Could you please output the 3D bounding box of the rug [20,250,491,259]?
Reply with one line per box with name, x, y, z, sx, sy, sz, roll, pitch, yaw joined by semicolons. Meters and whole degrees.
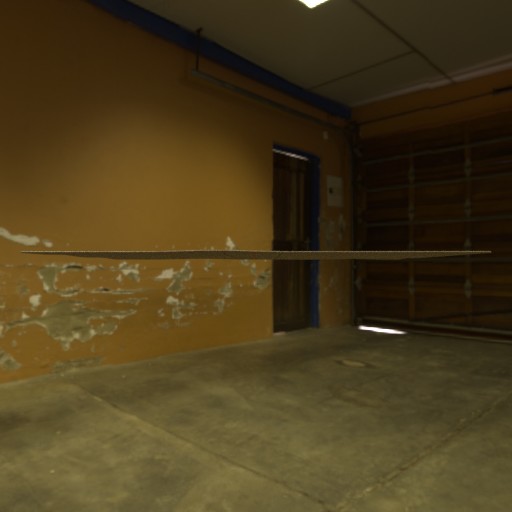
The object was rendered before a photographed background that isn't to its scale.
rug;0.000;0.000;3.055;2.439;0.015;1.524;0;-2;0
